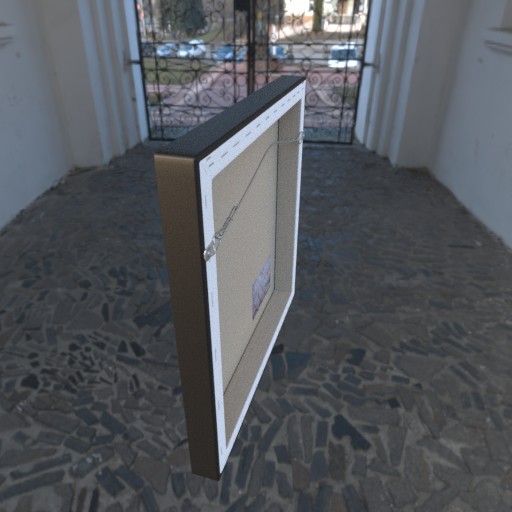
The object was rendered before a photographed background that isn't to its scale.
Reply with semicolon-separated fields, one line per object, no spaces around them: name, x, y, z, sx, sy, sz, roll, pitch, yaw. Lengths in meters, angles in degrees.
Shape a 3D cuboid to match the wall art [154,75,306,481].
wall art;0.000;0.000;0.606;0.041;0.407;0.406;9;32;15
